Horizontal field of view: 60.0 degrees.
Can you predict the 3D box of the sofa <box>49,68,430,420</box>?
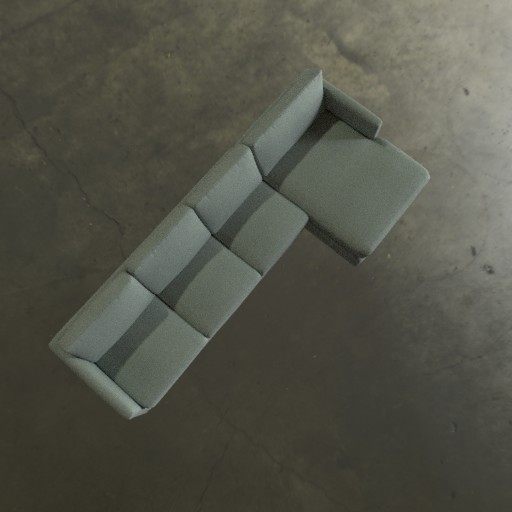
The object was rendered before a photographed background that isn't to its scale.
[{"bbox_3d":[0.000,0.000,4.062,1.604,0.950,3.471,39,79,9],"label":"sofa"}]
